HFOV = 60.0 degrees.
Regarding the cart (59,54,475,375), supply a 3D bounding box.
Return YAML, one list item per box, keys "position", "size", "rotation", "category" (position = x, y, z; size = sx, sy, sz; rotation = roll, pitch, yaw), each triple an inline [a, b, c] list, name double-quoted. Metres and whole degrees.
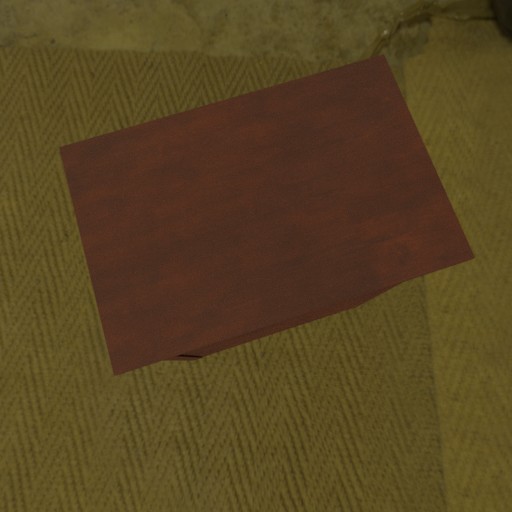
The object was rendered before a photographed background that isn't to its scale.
- position: [0.000, 0.000, 1.239]
  size: [0.683, 0.864, 0.442]
  rotation: [-17, 77, -4]
  category: "cart"
